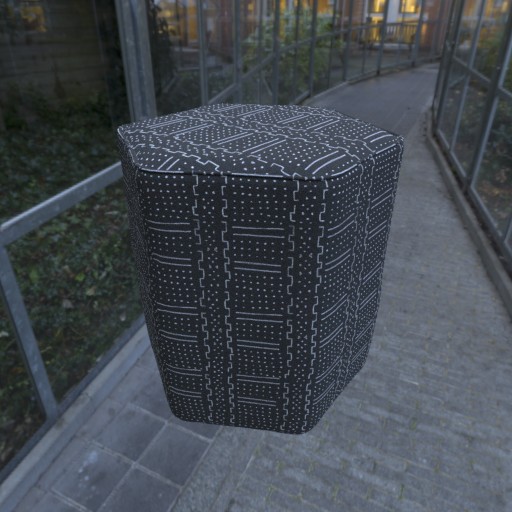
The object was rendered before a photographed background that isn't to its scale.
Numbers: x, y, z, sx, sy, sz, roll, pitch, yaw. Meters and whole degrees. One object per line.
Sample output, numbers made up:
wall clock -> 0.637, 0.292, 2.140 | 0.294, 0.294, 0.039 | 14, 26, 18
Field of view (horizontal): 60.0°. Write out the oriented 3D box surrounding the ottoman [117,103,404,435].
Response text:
ottoman -> 0.000, 0.000, 0.865 | 0.443, 0.502, 0.494 | 21, 36, 32
